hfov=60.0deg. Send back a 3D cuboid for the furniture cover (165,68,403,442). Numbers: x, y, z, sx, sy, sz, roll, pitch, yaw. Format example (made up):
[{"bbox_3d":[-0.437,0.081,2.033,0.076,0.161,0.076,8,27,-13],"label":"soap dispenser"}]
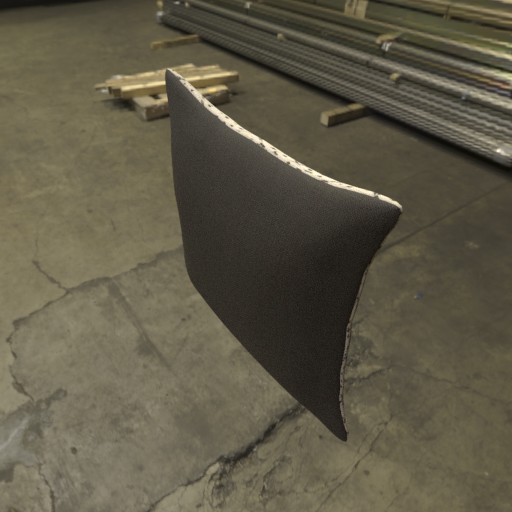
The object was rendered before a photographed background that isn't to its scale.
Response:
[{"bbox_3d":[0.000,0.000,0.768,0.180,0.498,0.525,-25,46,-27],"label":"furniture cover"}]
